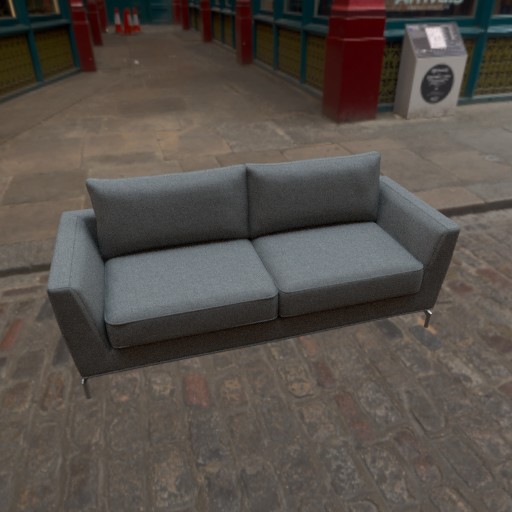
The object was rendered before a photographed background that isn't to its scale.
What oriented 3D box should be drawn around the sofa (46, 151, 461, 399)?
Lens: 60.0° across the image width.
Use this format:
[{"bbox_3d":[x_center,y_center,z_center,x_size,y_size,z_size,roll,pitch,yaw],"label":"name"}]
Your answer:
[{"bbox_3d":[0.000,0.000,2.716,2.212,1.002,0.869,-9,32,-14],"label":"sofa"}]
